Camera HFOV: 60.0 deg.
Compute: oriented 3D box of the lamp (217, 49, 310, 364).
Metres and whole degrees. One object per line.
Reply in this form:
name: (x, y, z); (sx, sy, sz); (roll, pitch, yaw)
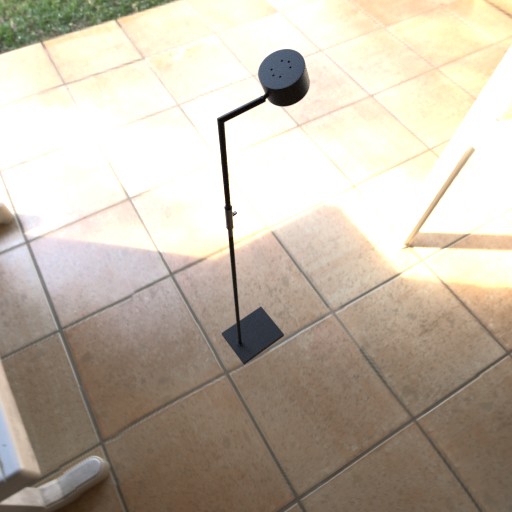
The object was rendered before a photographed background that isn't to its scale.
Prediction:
lamp: (0.000, 0.000, 1.697); (0.304, 1.600, 0.203); (-32, 64, -18)
